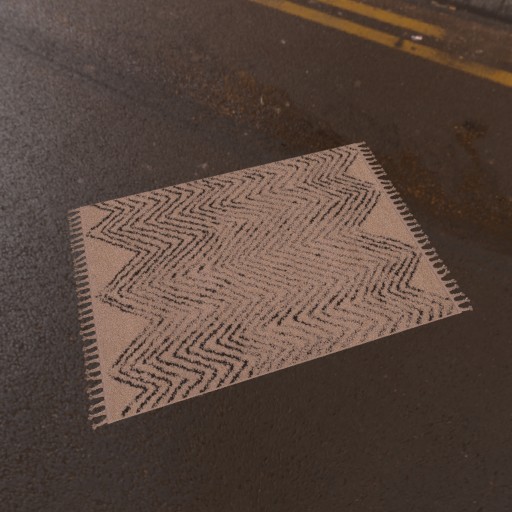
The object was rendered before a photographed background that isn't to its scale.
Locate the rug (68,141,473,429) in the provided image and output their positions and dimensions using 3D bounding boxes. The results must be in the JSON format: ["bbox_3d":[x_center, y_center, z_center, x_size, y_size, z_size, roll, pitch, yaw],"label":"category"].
[{"bbox_3d":[0.000,0.000,2.313,1.847,0.014,1.230,-15,58,-10],"label":"rug"}]
